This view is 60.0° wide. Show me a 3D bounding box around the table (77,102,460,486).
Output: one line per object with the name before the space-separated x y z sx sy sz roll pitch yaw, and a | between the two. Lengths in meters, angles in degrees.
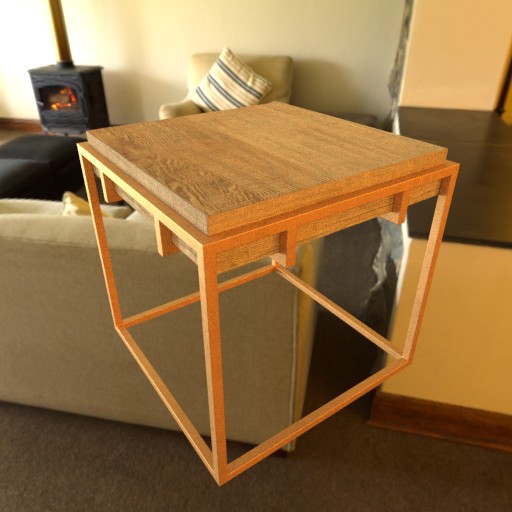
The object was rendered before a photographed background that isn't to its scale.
table | 0.000 0.000 1.102 0.599 0.584 0.599 -20 36 -30
